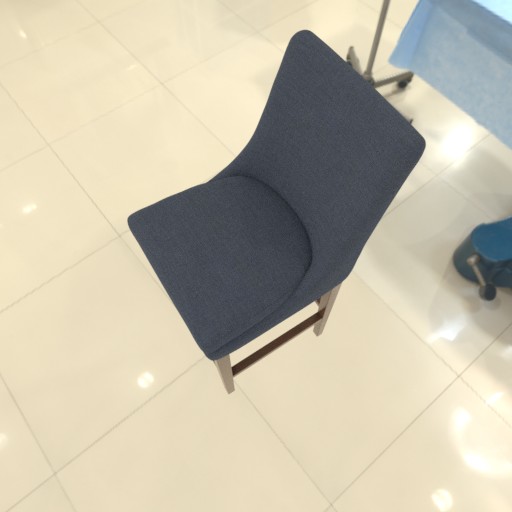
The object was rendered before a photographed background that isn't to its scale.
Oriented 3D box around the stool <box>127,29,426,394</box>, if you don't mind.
[{"bbox_3d":[0.000,0.000,1.341,0.577,1.078,0.470,-30,67,-14],"label":"stool"}]
